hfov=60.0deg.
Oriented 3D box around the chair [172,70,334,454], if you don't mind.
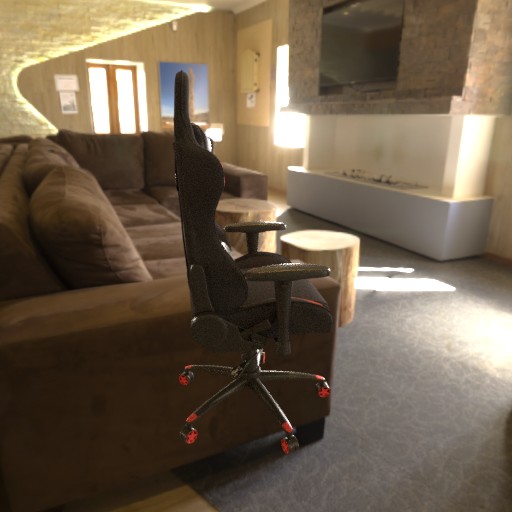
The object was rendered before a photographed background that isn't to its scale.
[{"bbox_3d":[0.000,0.000,1.723,0.658,1.326,0.695,-3,18,-9],"label":"chair"}]
